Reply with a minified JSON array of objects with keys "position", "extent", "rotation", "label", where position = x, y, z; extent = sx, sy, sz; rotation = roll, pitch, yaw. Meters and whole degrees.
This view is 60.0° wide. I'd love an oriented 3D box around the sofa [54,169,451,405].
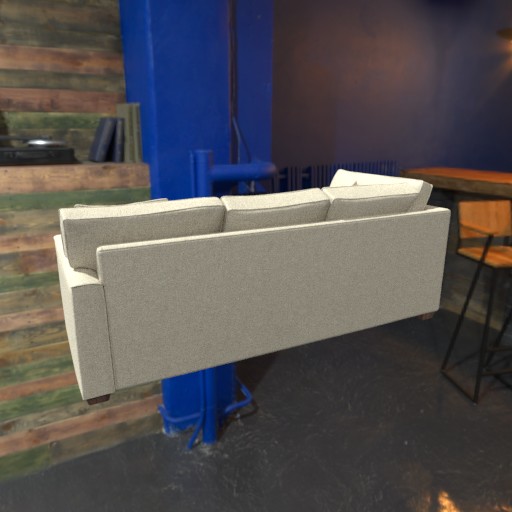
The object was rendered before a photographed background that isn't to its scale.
[{"position":[0.000,0.000,2.870],"extent":[2.323,0.948,1.053],"rotation":[-8,18,-26],"label":"sofa"}]
